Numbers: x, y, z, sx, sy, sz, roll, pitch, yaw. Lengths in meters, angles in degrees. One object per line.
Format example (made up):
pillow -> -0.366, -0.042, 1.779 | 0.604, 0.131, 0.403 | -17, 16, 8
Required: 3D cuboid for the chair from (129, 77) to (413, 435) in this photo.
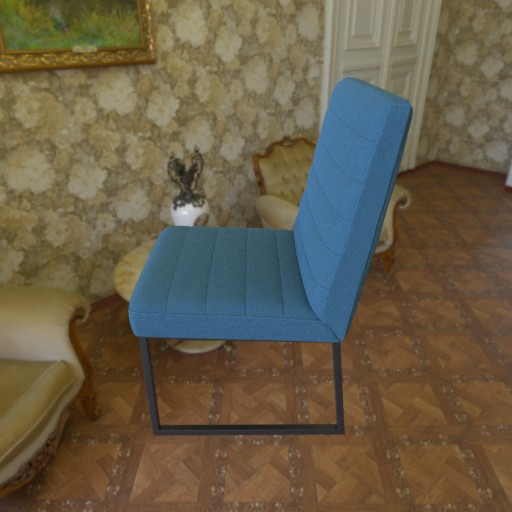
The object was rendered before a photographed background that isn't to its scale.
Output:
chair -> 0.000, 0.000, 1.281 | 0.634, 0.930, 0.520 | 0, 27, 0
